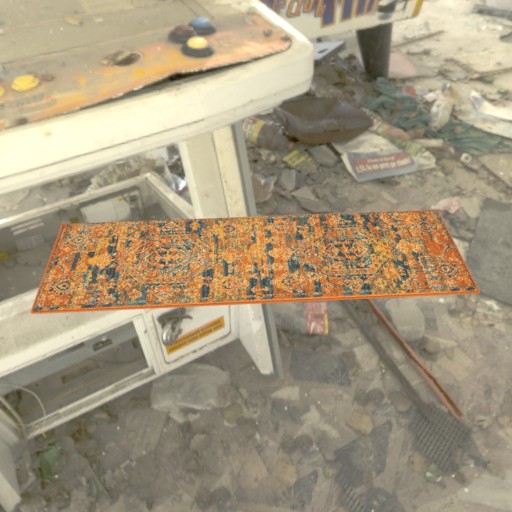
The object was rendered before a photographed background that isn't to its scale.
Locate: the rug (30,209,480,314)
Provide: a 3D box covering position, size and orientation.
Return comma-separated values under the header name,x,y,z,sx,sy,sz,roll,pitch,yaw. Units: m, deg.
name,x,y,z,sx,sy,sz,roll,pitch,yaw
rug,0.000,0.000,2.454,2.274,0.016,0.651,-2,47,-2
